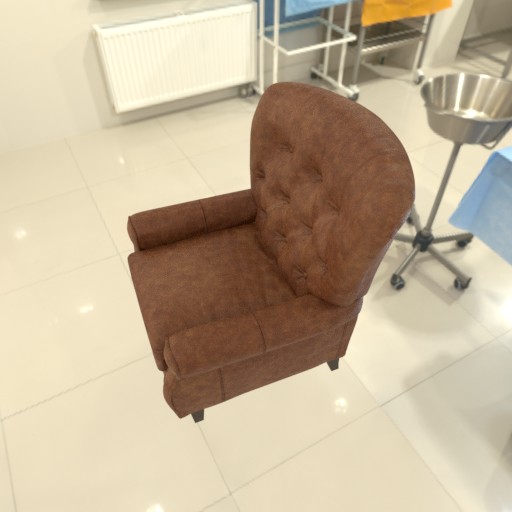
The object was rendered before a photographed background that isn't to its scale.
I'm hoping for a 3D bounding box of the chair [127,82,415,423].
[{"bbox_3d":[0.000,0.000,1.915,1.059,1.164,0.951,-16,48,-15],"label":"chair"}]
